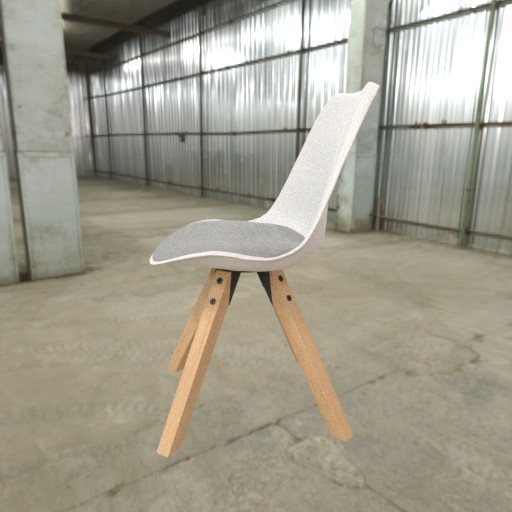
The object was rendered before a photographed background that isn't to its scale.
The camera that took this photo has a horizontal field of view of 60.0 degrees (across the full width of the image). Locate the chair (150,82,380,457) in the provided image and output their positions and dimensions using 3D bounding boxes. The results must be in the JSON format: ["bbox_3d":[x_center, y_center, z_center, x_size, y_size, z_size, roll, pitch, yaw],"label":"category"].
[{"bbox_3d":[0.000,0.000,1.181,0.550,0.850,0.485,-2,14,-7],"label":"chair"}]
